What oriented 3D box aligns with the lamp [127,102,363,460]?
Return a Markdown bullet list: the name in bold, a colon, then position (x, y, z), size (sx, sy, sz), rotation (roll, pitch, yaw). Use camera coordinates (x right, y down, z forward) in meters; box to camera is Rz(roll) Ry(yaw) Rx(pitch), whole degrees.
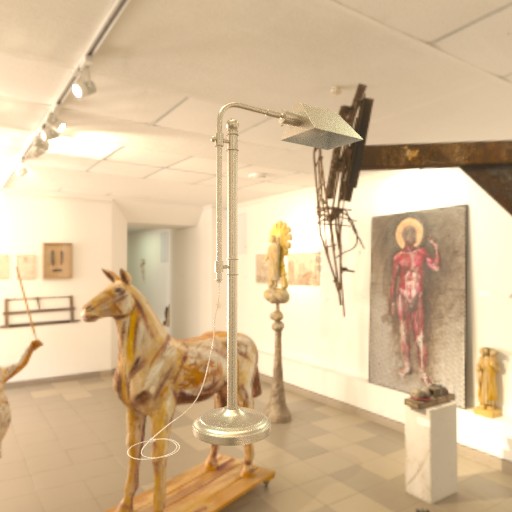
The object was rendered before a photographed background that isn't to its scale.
- **lamp**: position (0.000, 0.000, 0.940), size (0.546, 0.708, 0.159), rotation (1, -1, -35)
